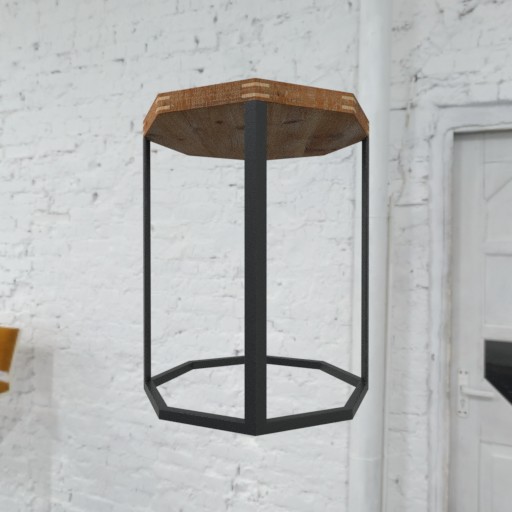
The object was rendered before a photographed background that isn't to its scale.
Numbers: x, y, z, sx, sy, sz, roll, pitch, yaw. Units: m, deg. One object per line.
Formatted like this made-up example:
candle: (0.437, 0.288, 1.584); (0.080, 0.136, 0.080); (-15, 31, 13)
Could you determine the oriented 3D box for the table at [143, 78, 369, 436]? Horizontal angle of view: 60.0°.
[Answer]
table: (0.000, 0.000, 0.900); (0.458, 0.543, 0.458); (0, 1, 0)
